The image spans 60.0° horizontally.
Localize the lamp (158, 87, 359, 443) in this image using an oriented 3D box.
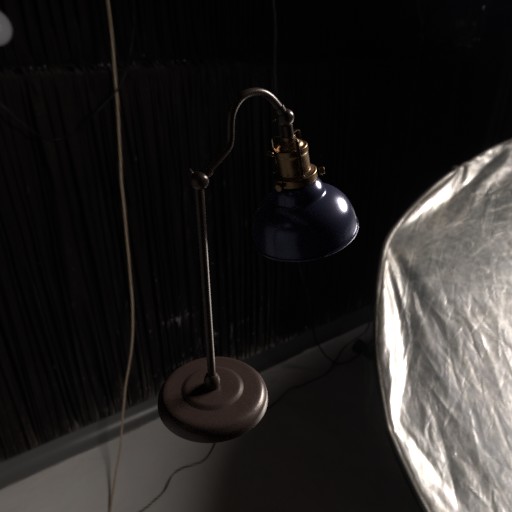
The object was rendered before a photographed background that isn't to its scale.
[{"bbox_3d":[0.000,0.000,0.712,0.374,0.508,0.192,-17,31,-30],"label":"lamp"}]
